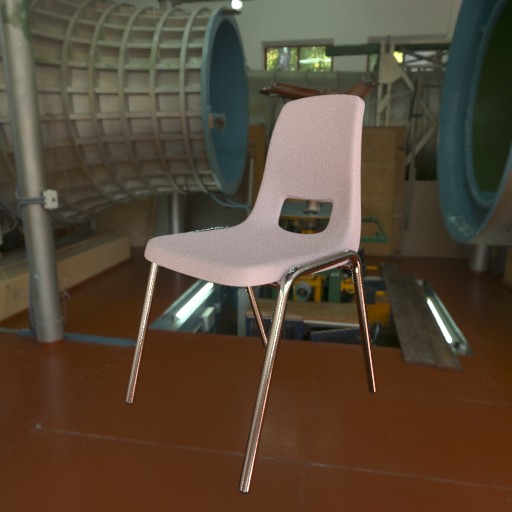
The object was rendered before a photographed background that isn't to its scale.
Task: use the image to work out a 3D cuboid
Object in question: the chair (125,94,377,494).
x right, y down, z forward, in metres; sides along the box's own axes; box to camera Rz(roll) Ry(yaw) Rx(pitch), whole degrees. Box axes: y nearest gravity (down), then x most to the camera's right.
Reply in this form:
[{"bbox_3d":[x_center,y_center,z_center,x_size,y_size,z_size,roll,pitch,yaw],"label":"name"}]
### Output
[{"bbox_3d":[0.000,0.000,0.907,0.381,0.653,0.436,13,19,43],"label":"chair"}]
